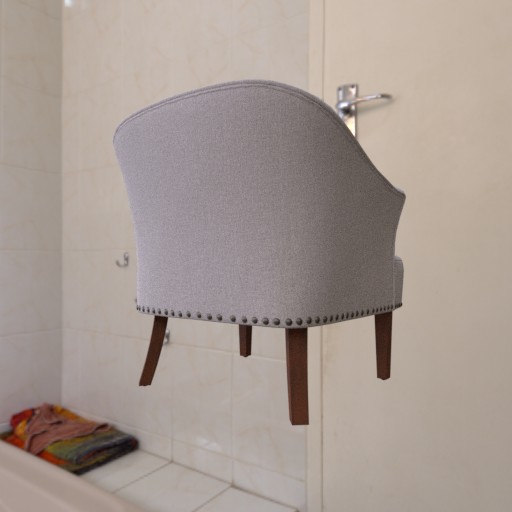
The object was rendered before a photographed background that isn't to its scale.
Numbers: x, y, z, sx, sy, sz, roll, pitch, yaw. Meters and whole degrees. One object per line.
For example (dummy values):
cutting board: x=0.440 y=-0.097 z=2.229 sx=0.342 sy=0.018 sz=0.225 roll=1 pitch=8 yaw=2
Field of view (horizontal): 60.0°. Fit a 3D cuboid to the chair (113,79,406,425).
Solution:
chair: x=0.000 y=0.000 z=1.399 sx=0.798 sy=0.815 sz=0.704 roll=0 pitch=-1 yaw=37
